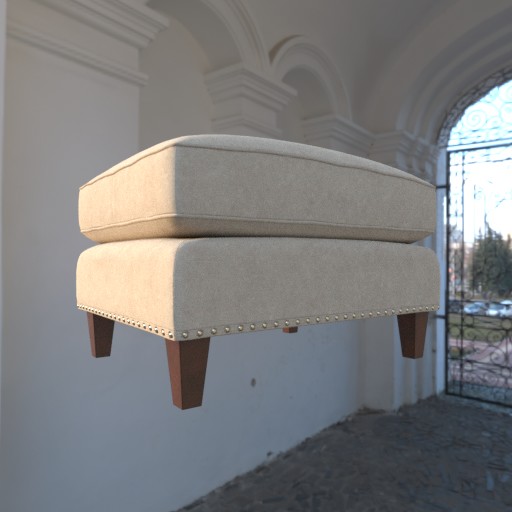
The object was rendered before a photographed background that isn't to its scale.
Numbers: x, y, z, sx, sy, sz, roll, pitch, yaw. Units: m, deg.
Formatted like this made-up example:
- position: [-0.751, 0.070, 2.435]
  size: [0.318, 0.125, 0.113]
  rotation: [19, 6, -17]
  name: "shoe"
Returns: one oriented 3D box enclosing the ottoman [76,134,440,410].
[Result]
- position: [0.000, 0.000, 1.132]
  size: [0.741, 0.513, 0.584]
  rotation: [0, -1, -36]
  name: "ottoman"
